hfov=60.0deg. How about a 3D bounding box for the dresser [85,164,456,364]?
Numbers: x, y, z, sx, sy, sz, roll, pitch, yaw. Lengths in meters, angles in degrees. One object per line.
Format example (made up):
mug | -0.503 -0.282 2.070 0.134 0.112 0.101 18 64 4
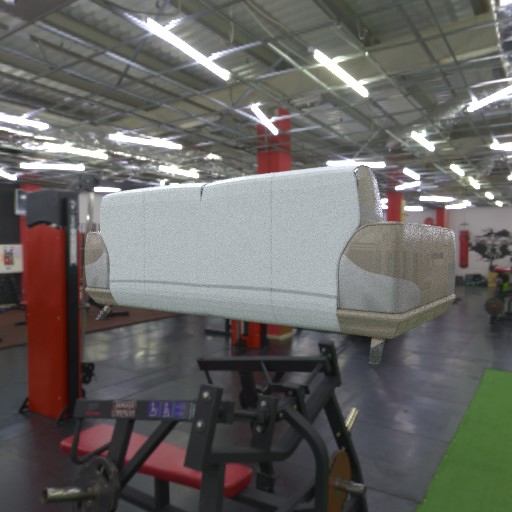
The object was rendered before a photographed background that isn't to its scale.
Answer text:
dresser | 0.000 0.000 6.043 4.679 1.863 2.251 1 1 36
